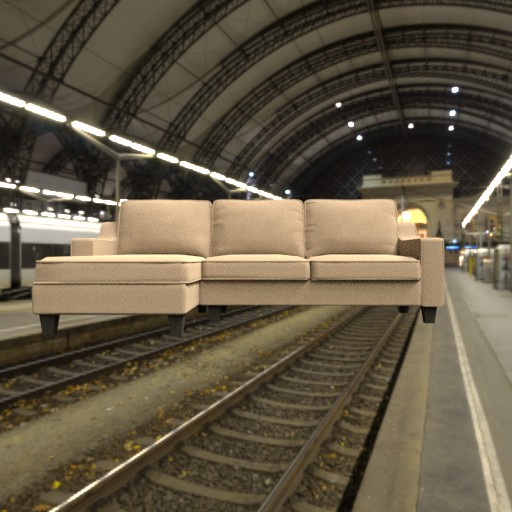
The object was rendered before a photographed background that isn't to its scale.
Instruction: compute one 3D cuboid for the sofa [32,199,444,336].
[{"bbox_3d":[0.000,0.000,3.146,2.561,0.928,1.294,0,0,1],"label":"sofa"}]
